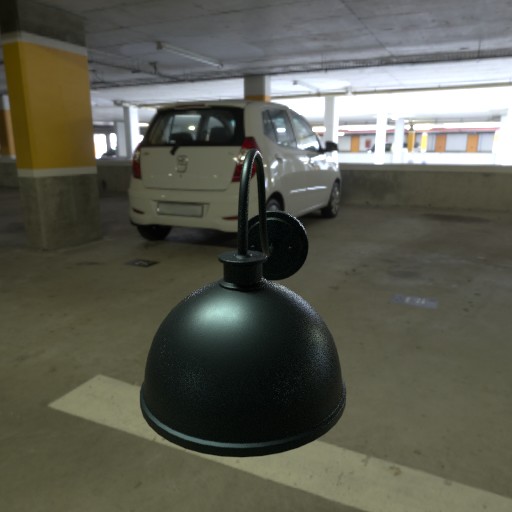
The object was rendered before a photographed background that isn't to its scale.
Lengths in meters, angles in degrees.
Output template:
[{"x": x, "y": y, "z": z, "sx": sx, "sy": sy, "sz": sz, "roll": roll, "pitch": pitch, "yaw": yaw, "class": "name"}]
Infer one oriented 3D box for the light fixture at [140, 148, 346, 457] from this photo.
[{"x": 0.000, "y": 0.000, "z": 0.625, "sx": 0.253, "sy": 0.295, "sz": 0.467, "roll": 2, "pitch": 14, "yaw": 8, "class": "light fixture"}]
